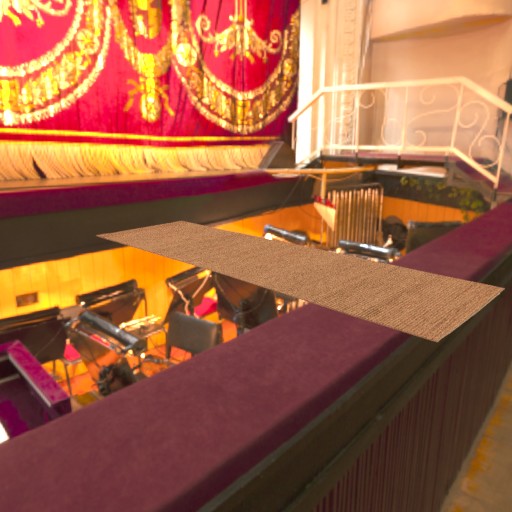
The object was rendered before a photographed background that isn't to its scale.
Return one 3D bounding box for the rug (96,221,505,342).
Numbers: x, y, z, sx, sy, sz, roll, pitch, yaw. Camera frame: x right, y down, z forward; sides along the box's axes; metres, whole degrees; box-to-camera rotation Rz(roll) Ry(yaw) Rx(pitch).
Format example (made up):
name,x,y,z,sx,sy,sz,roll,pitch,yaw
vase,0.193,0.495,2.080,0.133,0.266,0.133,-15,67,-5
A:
name,x,y,z,sx,sy,sz,roll,pitch,yaw
rug,0.000,0.000,2.520,2.390,0.014,0.741,14,20,42
